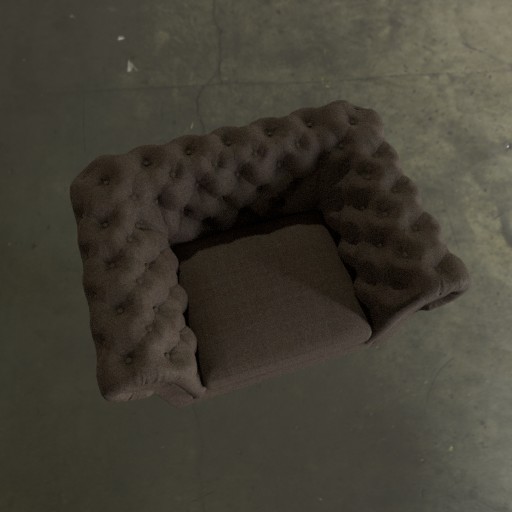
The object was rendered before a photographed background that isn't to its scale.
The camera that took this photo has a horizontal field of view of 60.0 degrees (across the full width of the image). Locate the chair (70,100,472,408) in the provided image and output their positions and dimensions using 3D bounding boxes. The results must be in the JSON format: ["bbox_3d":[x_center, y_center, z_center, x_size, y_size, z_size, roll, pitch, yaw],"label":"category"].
[{"bbox_3d":[0.000,0.000,1.883,1.298,0.780,0.945,-15,65,-8],"label":"chair"}]
